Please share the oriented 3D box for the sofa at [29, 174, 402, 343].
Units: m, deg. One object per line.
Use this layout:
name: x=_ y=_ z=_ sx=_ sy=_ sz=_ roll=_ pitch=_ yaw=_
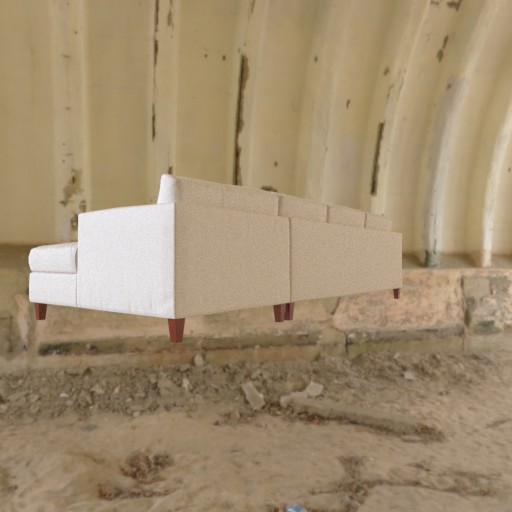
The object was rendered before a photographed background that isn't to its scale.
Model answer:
sofa: x=0.000 y=0.000 z=4.151 sx=1.606 sy=0.954 sz=3.471 roll=0 pitch=-1 yaw=37
